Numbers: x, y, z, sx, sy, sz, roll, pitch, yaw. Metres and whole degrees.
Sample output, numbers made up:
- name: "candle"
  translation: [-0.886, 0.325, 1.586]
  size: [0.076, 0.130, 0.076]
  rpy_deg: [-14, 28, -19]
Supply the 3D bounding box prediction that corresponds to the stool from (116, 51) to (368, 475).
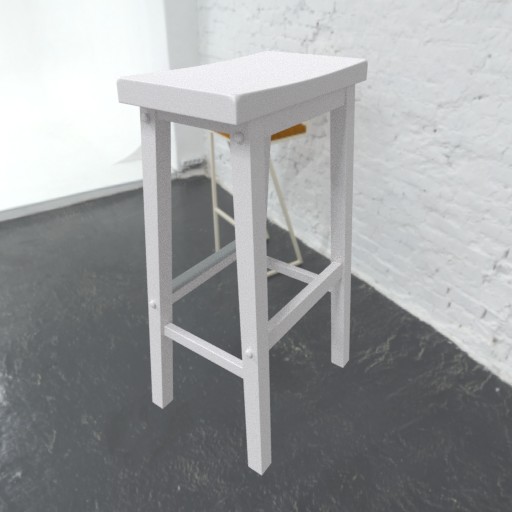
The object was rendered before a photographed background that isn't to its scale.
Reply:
- name: "stool"
  translation: [0.000, 0.000, 0.937]
  size: [0.322, 0.742, 0.406]
  rpy_deg: [20, 37, 30]
